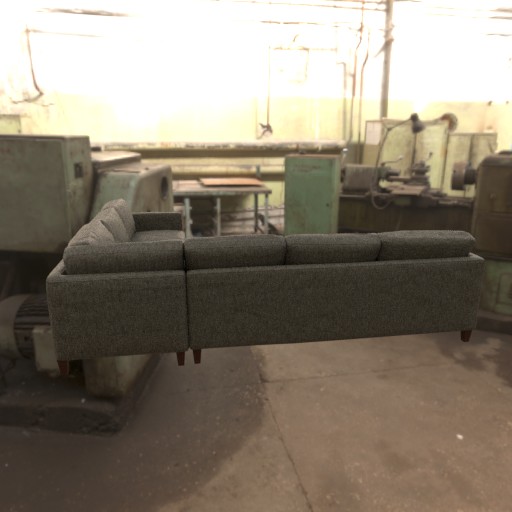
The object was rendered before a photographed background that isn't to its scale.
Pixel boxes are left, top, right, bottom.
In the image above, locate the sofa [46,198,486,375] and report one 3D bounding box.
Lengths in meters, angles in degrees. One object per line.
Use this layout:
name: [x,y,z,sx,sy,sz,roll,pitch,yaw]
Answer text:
sofa: [0.000,0.000,4.468,3.302,0.947,2.593,-3,16,-9]
